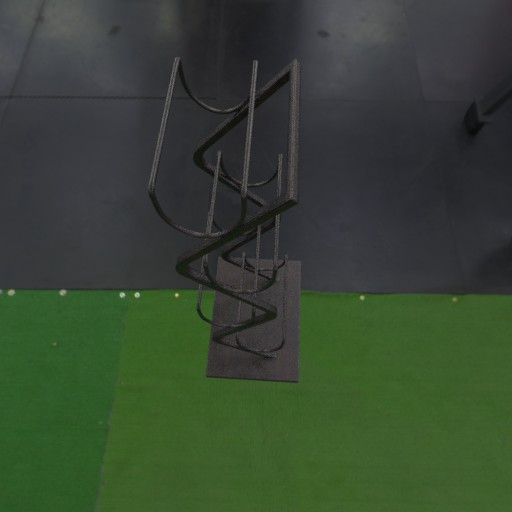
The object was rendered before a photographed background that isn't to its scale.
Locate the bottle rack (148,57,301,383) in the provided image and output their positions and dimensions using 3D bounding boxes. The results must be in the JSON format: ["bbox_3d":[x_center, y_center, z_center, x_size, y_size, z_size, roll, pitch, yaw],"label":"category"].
[{"bbox_3d":[0.000,0.000,0.662,0.178,0.559,0.254,3,63,2],"label":"bottle rack"}]
